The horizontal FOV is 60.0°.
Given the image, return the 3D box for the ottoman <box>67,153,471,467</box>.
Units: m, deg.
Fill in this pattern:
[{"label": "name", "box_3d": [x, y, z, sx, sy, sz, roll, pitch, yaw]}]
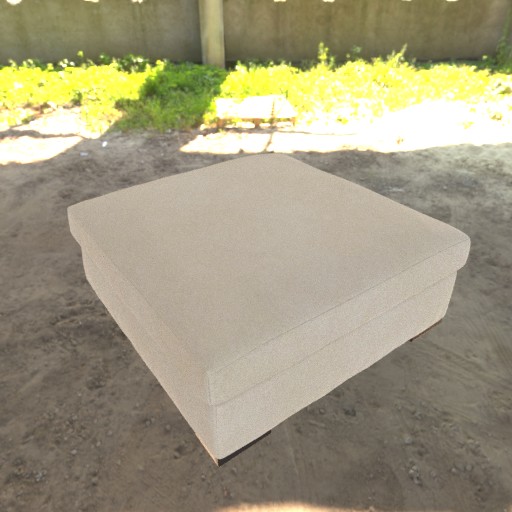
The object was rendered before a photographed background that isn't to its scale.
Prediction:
[{"label": "ottoman", "box_3d": [0.000, 0.000, 1.867, 1.190, 0.522, 1.205, -21, 38, -30]}]
